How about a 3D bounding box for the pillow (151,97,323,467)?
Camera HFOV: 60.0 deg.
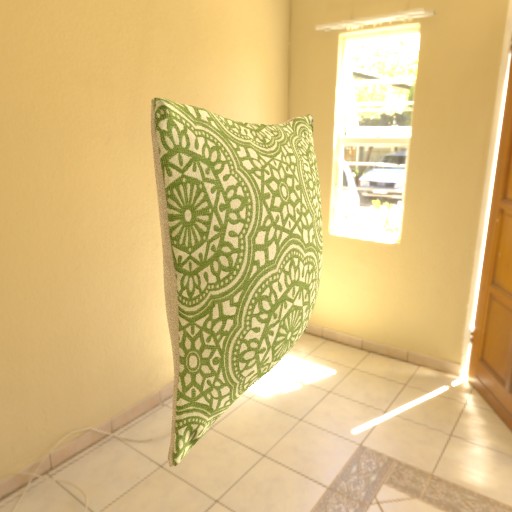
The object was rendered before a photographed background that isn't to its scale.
[{"bbox_3d":[0.000,0.000,0.661,0.162,0.419,0.440,8,17,26],"label":"pillow"}]
